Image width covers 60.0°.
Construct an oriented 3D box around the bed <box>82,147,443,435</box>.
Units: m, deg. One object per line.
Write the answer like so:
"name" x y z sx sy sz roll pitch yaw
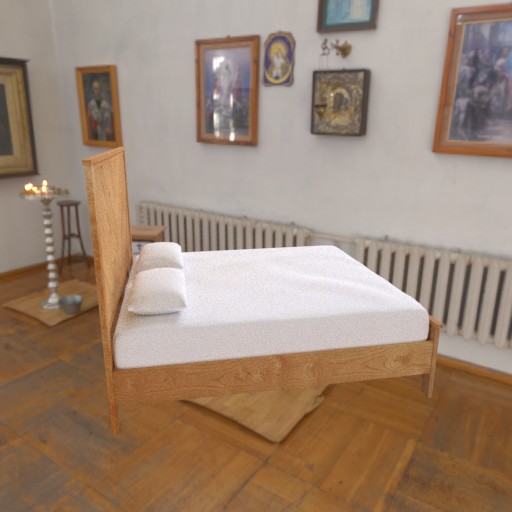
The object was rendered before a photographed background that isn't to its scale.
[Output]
"bed" 0.000 0.000 4.176 2.530 1.938 2.225 -3 16 -10
